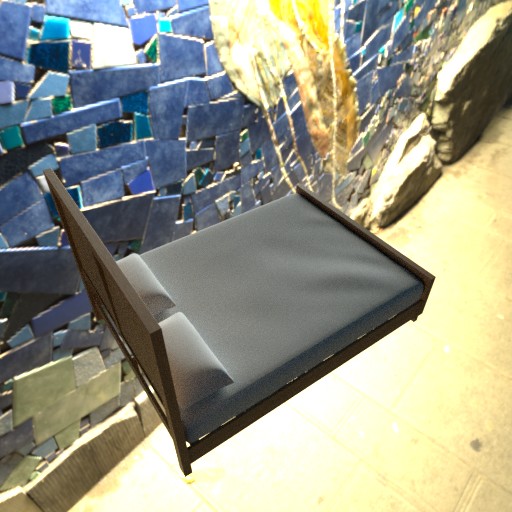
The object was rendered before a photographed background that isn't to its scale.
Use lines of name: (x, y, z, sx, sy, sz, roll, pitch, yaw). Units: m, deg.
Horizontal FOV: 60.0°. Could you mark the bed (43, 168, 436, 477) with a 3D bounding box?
bed: (0.000, 0.000, 3.244, 2.184, 1.387, 1.606, -25, 47, -26)
